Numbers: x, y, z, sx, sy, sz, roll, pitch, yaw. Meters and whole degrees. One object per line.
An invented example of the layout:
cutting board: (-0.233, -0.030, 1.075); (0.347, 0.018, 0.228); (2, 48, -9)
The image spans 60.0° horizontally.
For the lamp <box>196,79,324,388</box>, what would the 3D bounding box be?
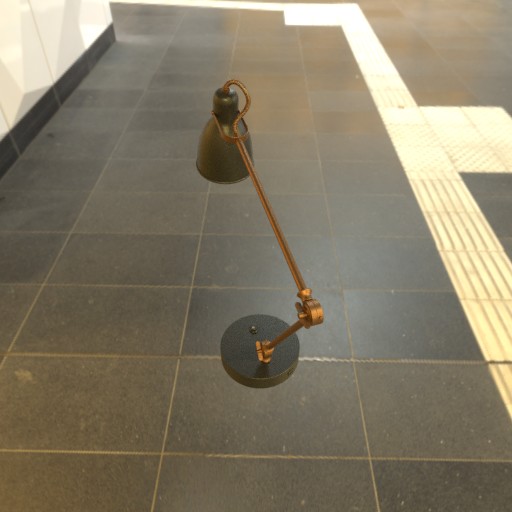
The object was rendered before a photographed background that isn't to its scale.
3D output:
lamp: (0.000, 0.000, 0.892); (0.187, 0.587, 0.561); (-13, 44, -14)
